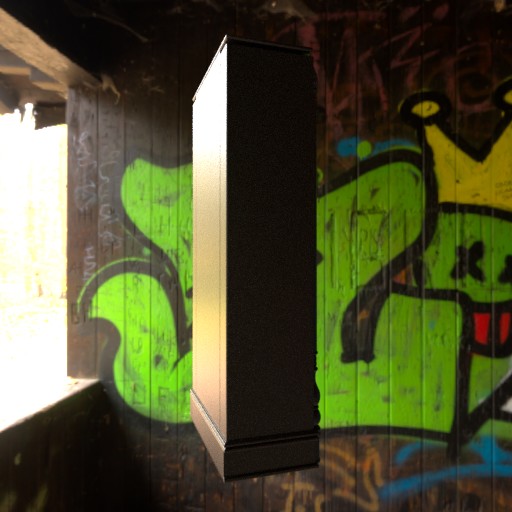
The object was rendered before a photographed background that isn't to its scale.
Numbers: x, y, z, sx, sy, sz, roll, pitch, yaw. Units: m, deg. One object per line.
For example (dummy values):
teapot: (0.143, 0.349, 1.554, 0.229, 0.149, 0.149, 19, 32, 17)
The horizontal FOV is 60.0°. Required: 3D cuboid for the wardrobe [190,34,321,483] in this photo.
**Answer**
wardrobe: (0.000, 0.000, 1.242, 0.295, 1.011, 0.444, 0, 0, -18)
